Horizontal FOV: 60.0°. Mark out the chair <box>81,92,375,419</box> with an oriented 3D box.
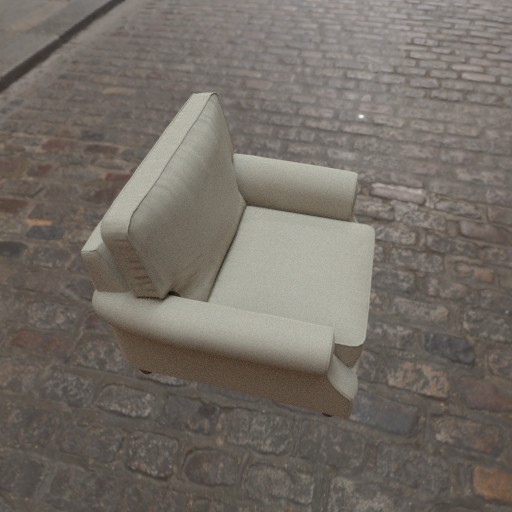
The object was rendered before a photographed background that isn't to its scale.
[{"bbox_3d":[0.000,0.000,1.810,0.966,0.967,1.029,10,48,10],"label":"chair"}]
